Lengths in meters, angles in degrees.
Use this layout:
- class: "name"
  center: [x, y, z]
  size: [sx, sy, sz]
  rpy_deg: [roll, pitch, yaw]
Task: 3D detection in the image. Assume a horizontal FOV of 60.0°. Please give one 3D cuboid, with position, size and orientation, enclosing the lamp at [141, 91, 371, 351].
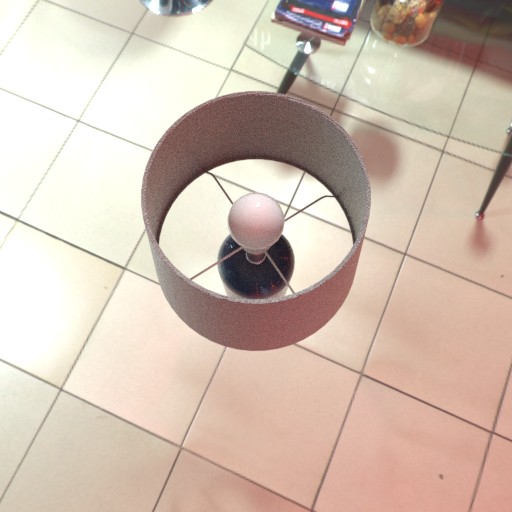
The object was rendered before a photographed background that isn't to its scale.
- class: "lamp"
  center: [0.000, 0.000, 0.590]
  size: [0.253, 0.428, 0.253]
  rpy_deg: [0, 75, 0]
